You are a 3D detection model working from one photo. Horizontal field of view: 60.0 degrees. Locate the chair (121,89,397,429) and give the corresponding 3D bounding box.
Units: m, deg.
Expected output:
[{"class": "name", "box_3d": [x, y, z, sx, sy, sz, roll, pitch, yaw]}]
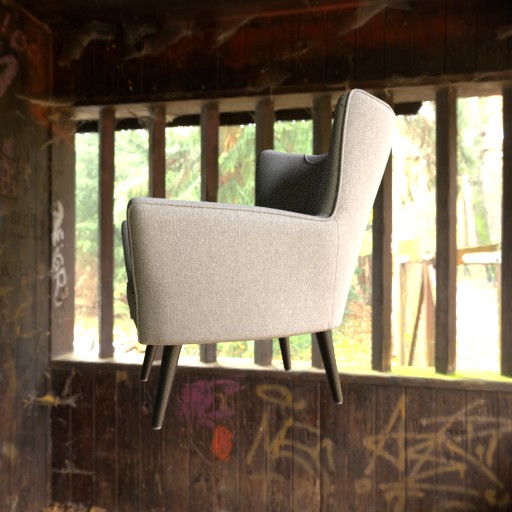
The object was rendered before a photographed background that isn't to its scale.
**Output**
[{"class": "chair", "box_3d": [0.000, 0.000, 1.546, 0.888, 0.933, 0.781, 0, 0, -18]}]
